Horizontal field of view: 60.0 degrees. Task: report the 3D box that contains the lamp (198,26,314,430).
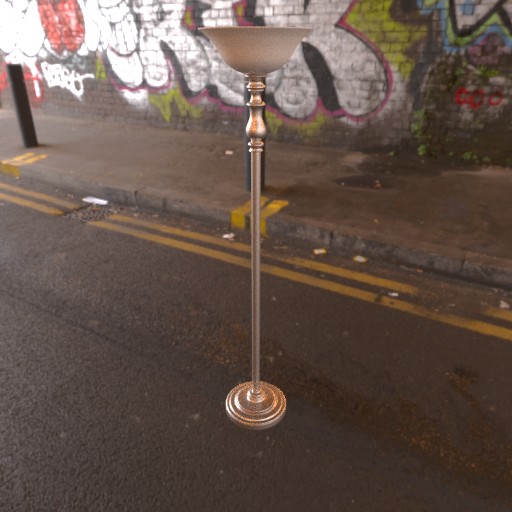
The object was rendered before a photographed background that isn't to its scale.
[{"bbox_3d":[0.000,0.000,1.938,0.405,1.771,0.405,-8,27,-17],"label":"lamp"}]
